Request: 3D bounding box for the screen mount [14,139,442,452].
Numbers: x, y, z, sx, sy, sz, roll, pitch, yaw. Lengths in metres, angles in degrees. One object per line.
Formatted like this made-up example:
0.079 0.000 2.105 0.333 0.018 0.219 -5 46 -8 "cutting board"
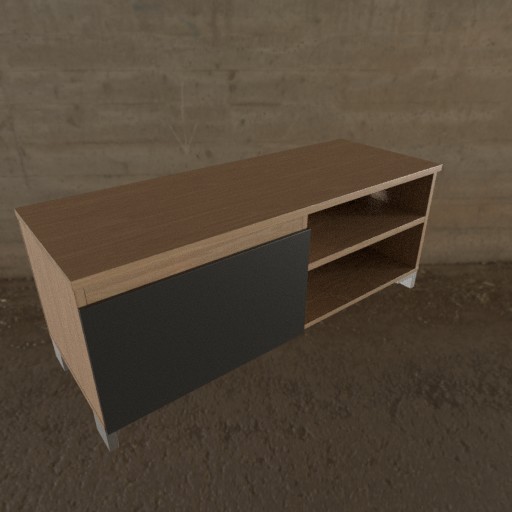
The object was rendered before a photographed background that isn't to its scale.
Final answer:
0.000 0.000 1.263 1.084 0.432 0.406 -20 34 -33 "screen mount"
